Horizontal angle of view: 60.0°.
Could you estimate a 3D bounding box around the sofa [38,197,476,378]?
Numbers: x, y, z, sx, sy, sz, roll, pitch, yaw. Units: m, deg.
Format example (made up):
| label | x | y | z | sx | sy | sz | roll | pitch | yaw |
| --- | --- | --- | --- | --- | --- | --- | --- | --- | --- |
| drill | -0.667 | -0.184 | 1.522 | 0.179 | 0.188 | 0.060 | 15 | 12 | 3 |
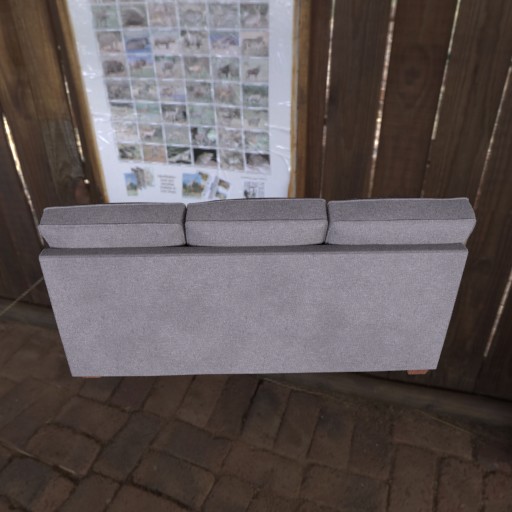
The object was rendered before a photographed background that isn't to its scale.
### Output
| label | x | y | z | sx | sy | sz | roll | pitch | yaw |
| --- | --- | --- | --- | --- | --- | --- | --- | --- | --- |
| sofa | 0.000 | 0.000 | 2.543 | 1.962 | 0.973 | 1.027 | -1 | 29 | -1 |
